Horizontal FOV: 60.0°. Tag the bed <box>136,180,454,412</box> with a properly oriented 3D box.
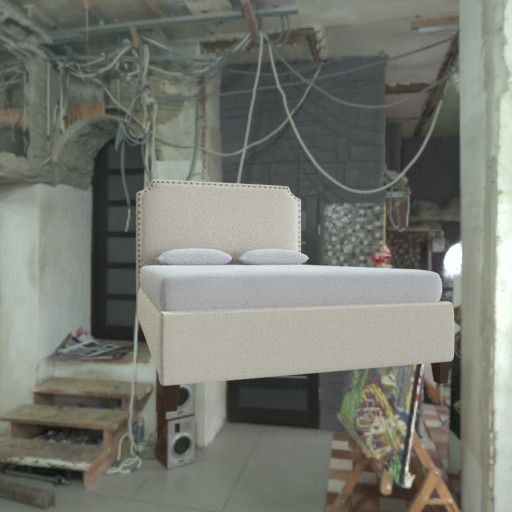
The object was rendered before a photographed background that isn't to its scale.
[{"bbox_3d":[0.000,0.000,3.449,1.712,1.497,2.372,0,0,-17],"label":"bed"}]
